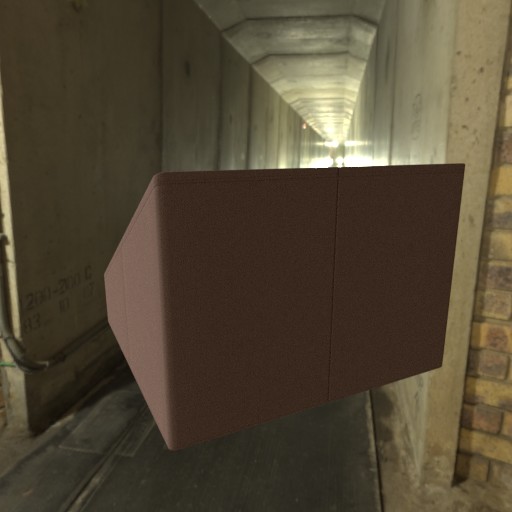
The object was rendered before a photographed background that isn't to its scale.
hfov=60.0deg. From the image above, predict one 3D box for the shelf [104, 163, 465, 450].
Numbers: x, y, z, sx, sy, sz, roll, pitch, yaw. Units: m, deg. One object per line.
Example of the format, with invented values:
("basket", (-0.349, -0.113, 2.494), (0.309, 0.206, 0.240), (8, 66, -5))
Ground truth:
("shelf", (0.000, 0.000, 0.497), (0.292, 0.210, 0.292), (-7, 16, -26))
